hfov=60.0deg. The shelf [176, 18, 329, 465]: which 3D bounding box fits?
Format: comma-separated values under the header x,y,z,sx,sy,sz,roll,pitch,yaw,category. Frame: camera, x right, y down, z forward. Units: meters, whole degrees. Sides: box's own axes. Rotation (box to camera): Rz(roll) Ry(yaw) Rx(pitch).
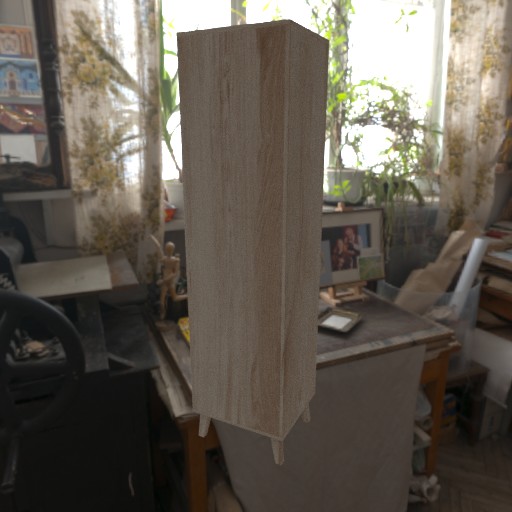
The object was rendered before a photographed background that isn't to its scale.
x,y,z,sx,sy,sz,roll,pitch,yaw,category
0.000,0.000,2.170,0.510,1.960,0.450,8,18,26,shelf
